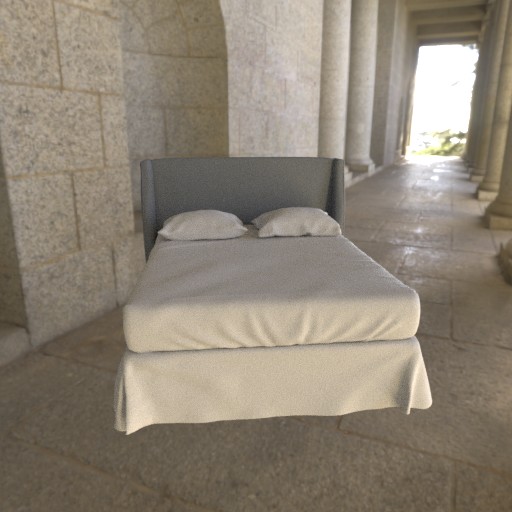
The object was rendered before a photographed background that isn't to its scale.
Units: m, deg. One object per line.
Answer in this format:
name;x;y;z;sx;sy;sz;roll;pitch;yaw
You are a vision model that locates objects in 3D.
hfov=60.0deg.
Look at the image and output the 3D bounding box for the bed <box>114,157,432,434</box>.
bed;0.000;0.000;3.337;1.925;1.332;2.276;-2;16;-6
